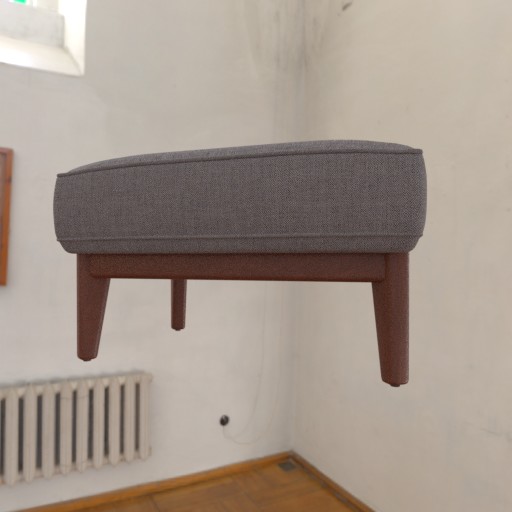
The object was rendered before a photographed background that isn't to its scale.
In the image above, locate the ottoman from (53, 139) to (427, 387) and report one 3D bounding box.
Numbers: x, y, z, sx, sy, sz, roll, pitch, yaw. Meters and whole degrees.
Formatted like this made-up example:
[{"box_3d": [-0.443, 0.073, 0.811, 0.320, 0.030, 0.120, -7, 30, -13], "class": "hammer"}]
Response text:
[{"box_3d": [0.000, 0.000, 1.076, 0.750, 0.458, 0.555, 0, 0, 17], "class": "ottoman"}]
